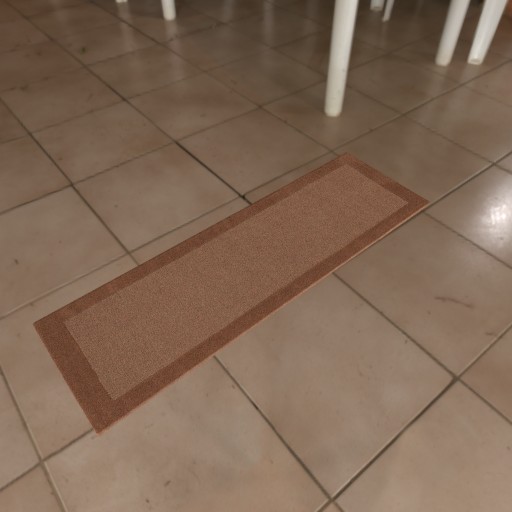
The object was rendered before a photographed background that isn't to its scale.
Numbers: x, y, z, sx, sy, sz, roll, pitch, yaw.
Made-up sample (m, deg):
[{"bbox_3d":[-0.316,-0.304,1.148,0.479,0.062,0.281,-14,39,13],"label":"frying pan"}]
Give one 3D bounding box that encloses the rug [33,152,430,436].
[{"bbox_3d":[0.000,0.000,2.666,2.439,0.017,0.764,-32,55,-26],"label":"rug"}]
